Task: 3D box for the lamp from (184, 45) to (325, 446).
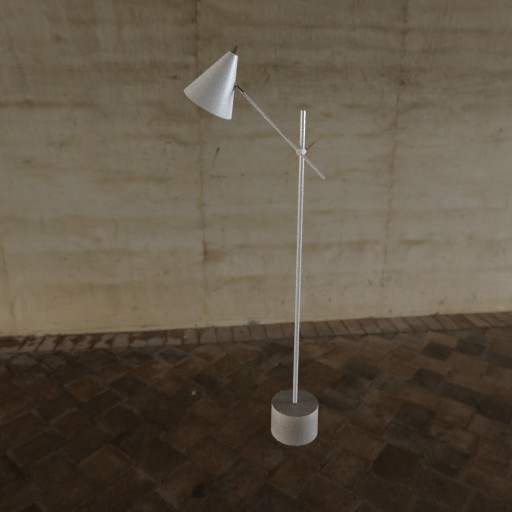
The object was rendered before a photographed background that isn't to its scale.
[{"bbox_3d":[0.000,0.000,1.638,0.508,1.430,0.223,8,18,24],"label":"lamp"}]
